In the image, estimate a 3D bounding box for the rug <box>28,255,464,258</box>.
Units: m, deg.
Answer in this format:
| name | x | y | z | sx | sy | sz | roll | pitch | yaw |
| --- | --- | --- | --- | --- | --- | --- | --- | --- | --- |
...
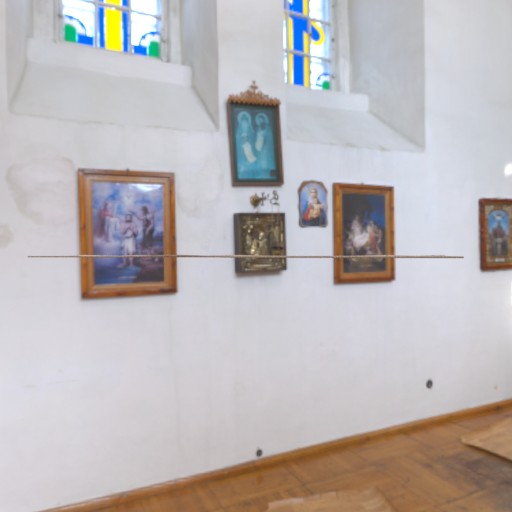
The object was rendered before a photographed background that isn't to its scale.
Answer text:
| name | x | y | z | sx | sy | sz | roll | pitch | yaw |
| --- | --- | --- | --- | --- | --- | --- | --- | --- | --- |
| rug | 0.000 | 0.000 | 3.032 | 2.439 | 0.015 | 1.524 | 0 | 0 | 20 |
